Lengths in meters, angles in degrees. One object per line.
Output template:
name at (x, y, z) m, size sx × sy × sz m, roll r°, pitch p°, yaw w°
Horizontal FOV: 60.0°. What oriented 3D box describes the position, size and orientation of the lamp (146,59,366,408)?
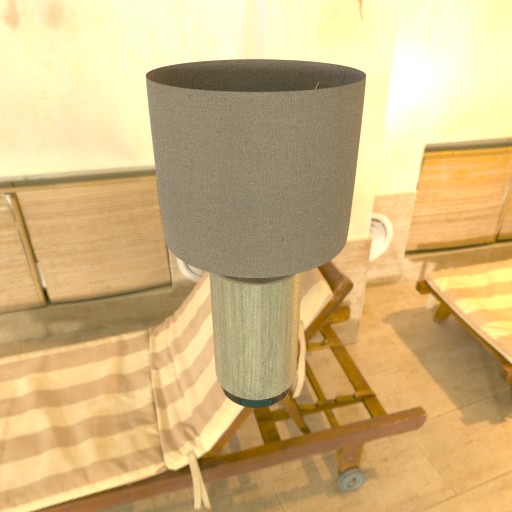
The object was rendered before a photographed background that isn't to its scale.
lamp at (0.000, 0.000, 0.575) m, size 0.228 × 0.444 × 0.228 m, roll -8°, pitch 31°, yaw -14°
